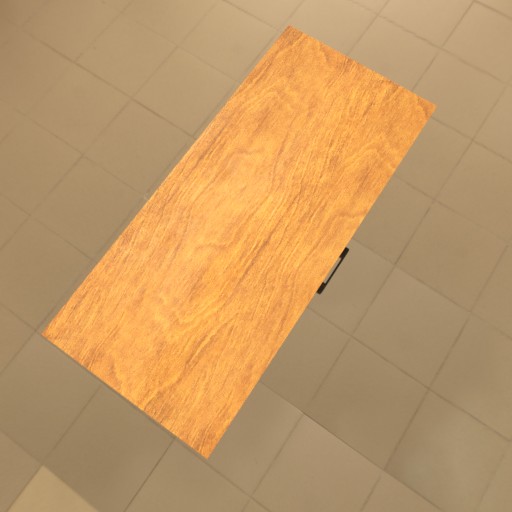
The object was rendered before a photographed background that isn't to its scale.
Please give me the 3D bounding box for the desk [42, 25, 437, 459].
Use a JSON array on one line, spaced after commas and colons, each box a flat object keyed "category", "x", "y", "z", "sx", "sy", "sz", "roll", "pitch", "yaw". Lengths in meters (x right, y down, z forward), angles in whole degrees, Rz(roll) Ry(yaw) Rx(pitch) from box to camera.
[{"category": "desk", "x": 0.000, "y": 0.000, "z": 1.433, "sx": 0.470, "sy": 0.762, "sz": 1.016, "roll": 33, "pitch": 77, "yaw": 9}]
